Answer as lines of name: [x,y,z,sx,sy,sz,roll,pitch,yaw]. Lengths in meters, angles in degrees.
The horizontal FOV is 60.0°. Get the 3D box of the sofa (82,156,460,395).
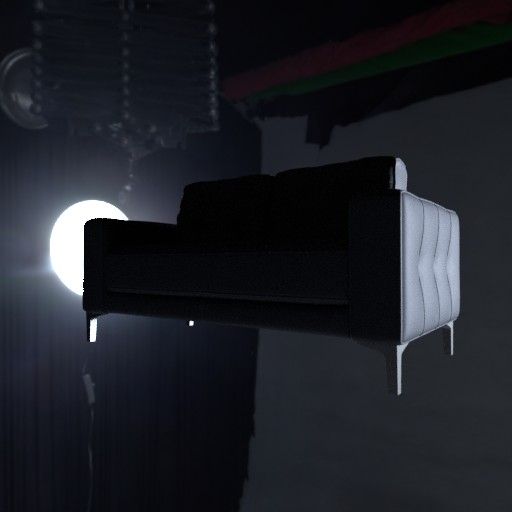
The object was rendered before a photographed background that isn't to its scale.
sofa: [0.000,0.000,2.181,1.726,0.893,0.833,-1,-1,36]
